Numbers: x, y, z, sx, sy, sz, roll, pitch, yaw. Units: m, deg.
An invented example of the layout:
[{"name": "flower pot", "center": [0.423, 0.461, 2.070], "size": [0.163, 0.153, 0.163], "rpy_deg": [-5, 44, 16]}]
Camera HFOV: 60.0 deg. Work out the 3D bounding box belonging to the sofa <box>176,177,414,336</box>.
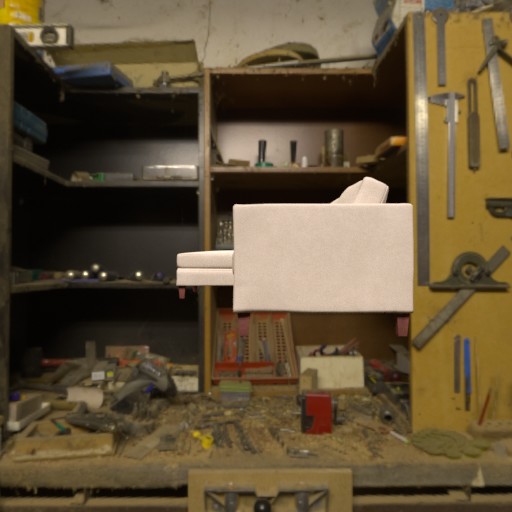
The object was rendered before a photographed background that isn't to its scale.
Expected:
[{"name": "sofa", "center": [0.000, 0.000, 3.845], "size": [1.625, 0.846, 3.186], "rpy_deg": [0, 0, 0]}]
